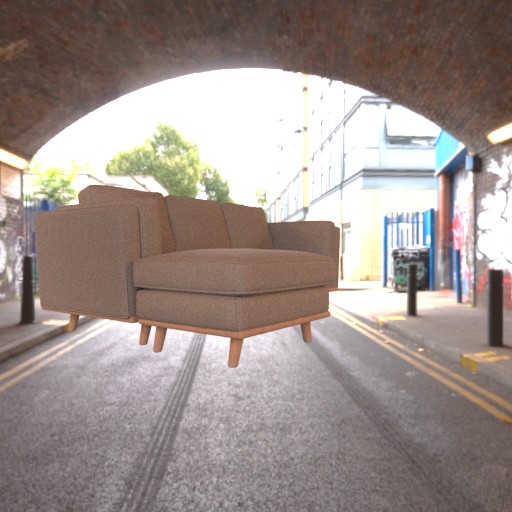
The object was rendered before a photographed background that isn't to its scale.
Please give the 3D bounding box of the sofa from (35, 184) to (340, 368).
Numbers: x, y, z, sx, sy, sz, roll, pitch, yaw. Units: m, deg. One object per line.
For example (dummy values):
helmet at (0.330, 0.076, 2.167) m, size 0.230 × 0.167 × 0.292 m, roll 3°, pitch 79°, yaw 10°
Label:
sofa at (0.000, 0.000, 3.152) m, size 1.604 × 0.929 × 2.411 m, roll 0°, pitch 1°, yaw 36°
